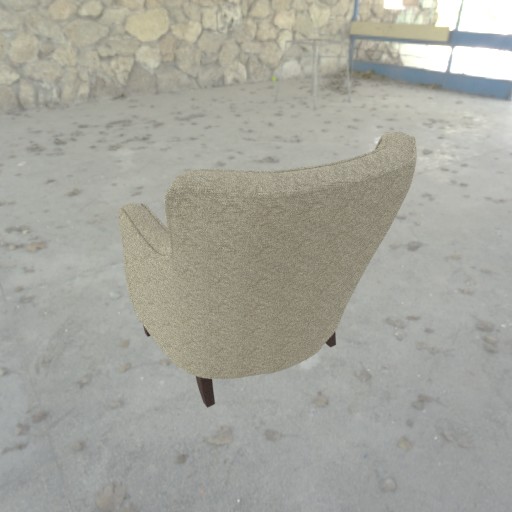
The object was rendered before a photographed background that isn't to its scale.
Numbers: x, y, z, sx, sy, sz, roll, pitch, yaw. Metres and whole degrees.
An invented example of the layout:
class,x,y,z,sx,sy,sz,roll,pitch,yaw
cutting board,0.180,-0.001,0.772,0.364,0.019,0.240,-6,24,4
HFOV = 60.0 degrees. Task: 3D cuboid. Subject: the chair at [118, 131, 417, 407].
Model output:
class,x,y,z,sx,sy,sz,roll,pitch,yaw
chair,0.000,0.000,1.653,0.820,0.920,0.910,-18,34,-29
